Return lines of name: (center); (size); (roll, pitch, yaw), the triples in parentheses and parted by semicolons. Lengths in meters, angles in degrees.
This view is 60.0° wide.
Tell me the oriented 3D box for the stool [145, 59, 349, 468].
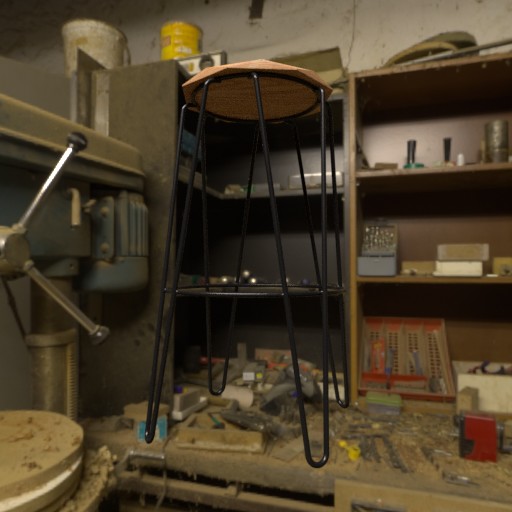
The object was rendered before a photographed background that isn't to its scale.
stool: (0.000, 0.000, 0.809); (0.326, 0.610, 0.326); (0, -1, 19)
